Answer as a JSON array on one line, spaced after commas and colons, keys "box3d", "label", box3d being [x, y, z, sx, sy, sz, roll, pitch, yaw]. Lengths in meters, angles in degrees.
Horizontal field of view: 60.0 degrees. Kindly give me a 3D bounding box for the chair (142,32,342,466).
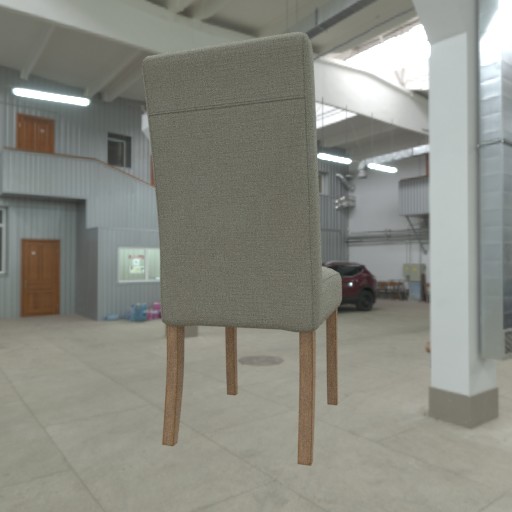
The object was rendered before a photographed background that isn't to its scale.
[{"box3d": [0.000, 0.000, 1.346, 0.450, 1.033, 0.611, 0, -1, 18], "label": "chair"}]
